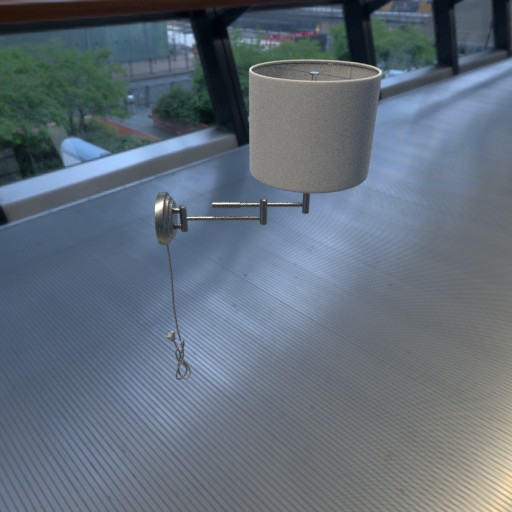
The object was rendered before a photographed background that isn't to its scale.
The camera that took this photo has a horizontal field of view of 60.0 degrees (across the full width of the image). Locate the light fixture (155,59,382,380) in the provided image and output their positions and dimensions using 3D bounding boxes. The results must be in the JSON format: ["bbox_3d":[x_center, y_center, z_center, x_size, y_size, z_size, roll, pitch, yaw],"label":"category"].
[{"bbox_3d":[0.000,0.000,1.071,0.479,0.842,0.253,0,32,-1],"label":"light fixture"}]
